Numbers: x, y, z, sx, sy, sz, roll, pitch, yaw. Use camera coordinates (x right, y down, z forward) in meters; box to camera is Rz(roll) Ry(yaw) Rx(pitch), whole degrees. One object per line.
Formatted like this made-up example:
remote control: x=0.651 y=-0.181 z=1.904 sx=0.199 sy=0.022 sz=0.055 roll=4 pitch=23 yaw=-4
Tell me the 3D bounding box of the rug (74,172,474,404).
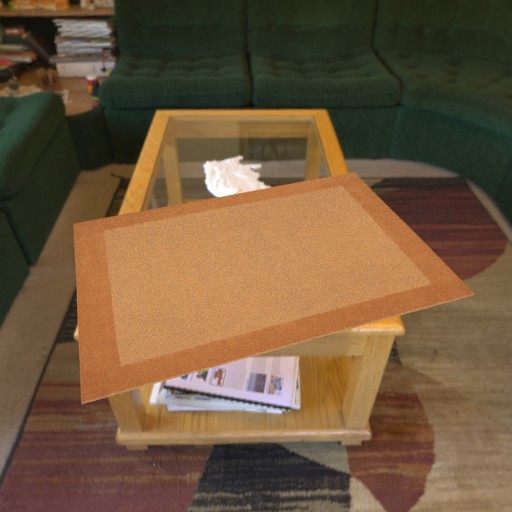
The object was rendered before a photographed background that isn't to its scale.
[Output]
rug: x=0.000 y=0.000 z=2.363 sx=1.829 sy=0.014 sz=1.219 roll=-12 pitch=42 yaw=-14
